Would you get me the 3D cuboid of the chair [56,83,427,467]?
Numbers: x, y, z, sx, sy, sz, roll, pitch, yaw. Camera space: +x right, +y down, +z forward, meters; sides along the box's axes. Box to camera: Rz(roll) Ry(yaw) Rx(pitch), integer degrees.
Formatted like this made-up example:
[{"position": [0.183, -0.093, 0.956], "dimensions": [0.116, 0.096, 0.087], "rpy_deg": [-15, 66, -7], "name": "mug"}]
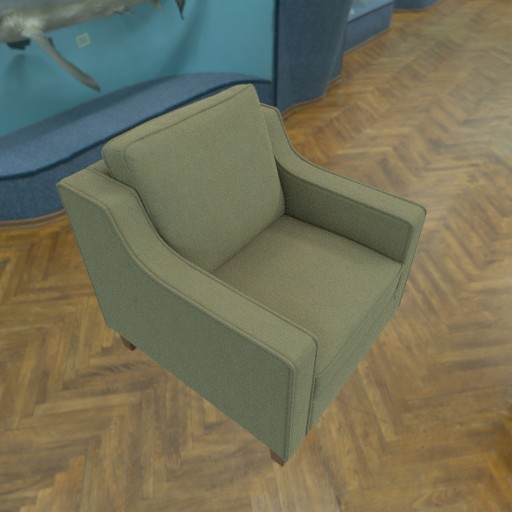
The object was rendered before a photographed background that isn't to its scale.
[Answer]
[{"position": [0.000, 0.000, 1.602], "dimensions": [0.909, 0.960, 0.831], "rpy_deg": [27, 48, 27], "name": "chair"}]
